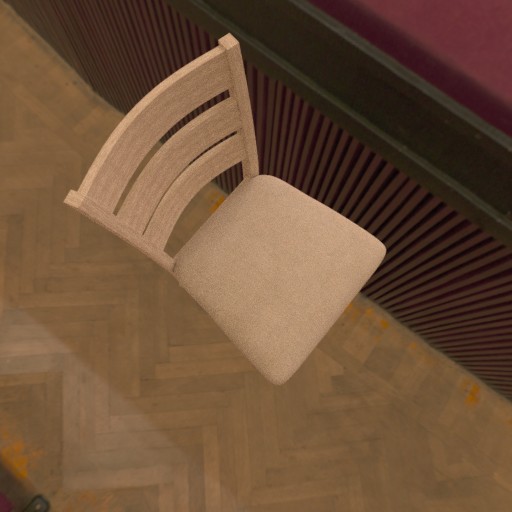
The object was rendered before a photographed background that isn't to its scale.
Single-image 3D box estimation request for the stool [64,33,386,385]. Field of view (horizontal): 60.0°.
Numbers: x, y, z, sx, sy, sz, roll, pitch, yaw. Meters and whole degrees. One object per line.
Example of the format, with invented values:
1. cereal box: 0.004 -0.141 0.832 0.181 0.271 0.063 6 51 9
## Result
1. stool: 0.000 0.000 1.273 0.569 1.032 0.484 39 80 8
